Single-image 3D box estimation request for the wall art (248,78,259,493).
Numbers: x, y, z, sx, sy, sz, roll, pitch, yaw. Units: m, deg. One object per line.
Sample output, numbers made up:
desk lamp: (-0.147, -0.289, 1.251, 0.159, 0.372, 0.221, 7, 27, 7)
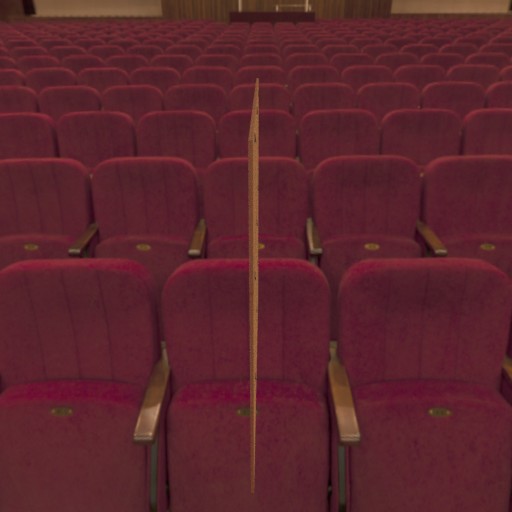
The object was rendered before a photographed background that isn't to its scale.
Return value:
wall art: (0.000, 0.000, 2.258, 0.019, 1.532, 1.533, 0, 28, 1)
